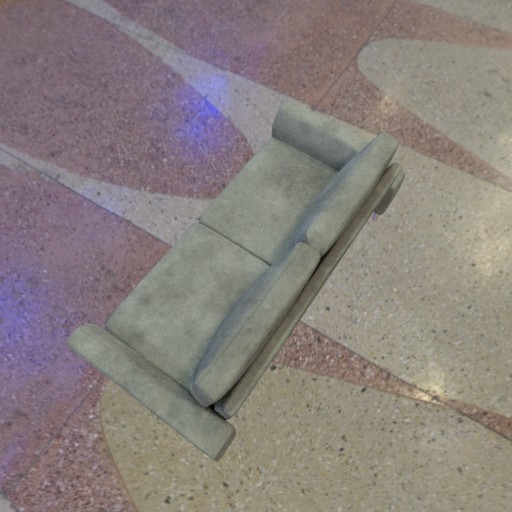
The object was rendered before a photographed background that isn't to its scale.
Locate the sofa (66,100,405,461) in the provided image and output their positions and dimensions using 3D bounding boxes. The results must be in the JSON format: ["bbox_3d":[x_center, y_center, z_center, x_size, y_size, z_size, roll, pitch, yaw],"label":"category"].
[{"bbox_3d":[0.000,0.000,2.355,0.849,0.859,1.837,31,66,16],"label":"sofa"}]
